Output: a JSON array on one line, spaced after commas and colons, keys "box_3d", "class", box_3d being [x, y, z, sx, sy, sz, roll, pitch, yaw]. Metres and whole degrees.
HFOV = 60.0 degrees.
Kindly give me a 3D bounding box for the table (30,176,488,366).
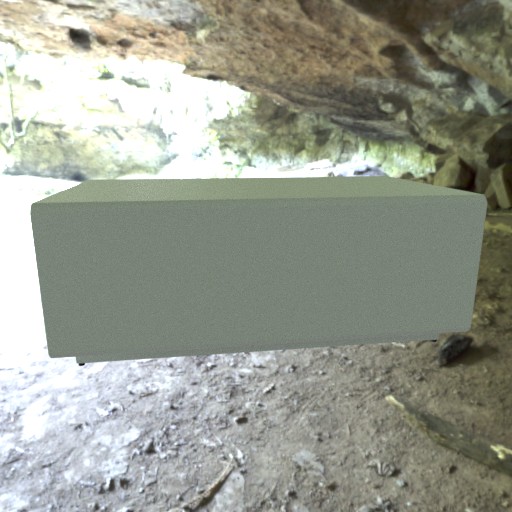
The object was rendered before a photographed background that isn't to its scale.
[{"box_3d": [0.000, 0.000, 1.405, 1.097, 0.442, 0.639, -2, 15, -8], "class": "table"}]
